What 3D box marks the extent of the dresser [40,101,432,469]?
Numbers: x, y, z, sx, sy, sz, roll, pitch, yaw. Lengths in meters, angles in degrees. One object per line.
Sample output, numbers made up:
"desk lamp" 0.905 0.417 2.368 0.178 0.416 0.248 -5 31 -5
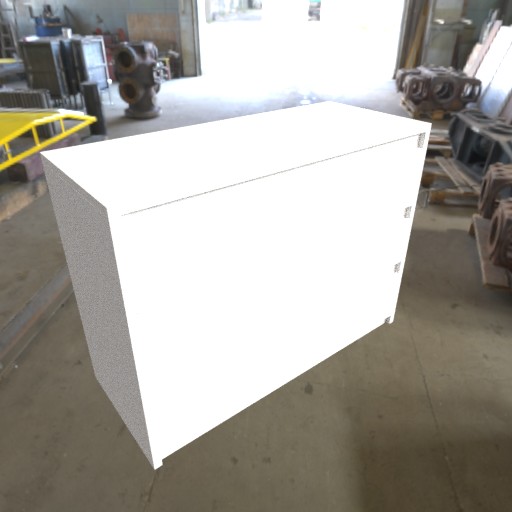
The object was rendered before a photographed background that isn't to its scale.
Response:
"dresser" 0.000 0.000 1.519 1.100 0.820 0.460 -21 36 -32
